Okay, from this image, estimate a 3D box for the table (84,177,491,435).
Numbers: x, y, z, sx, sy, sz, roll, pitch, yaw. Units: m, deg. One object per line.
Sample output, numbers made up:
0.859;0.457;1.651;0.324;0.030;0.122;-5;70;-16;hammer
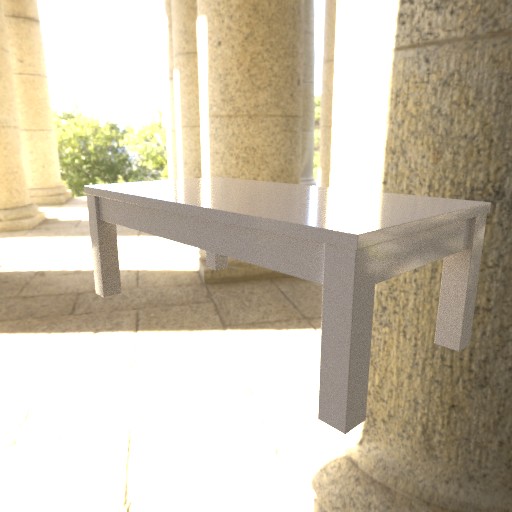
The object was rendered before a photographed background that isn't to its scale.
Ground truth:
0.000;0.000;1.655;0.700;0.470;1.350;-13;20;-41;table
